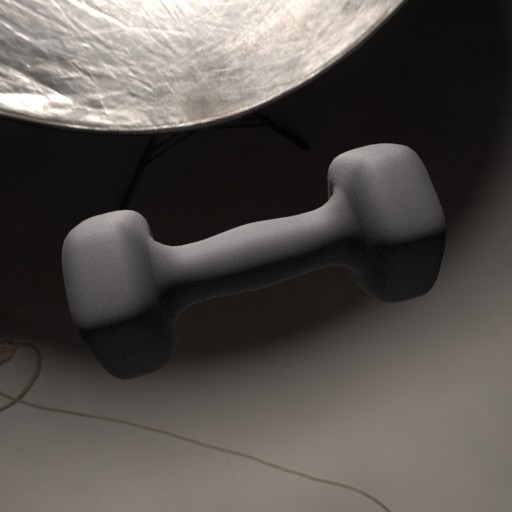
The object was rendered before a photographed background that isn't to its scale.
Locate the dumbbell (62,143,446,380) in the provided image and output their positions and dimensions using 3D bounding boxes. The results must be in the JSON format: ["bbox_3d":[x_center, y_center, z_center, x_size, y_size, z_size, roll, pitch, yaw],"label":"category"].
[{"bbox_3d":[0.000,0.000,0.305,0.240,0.105,0.116,-15,76,-4],"label":"dumbbell"}]
